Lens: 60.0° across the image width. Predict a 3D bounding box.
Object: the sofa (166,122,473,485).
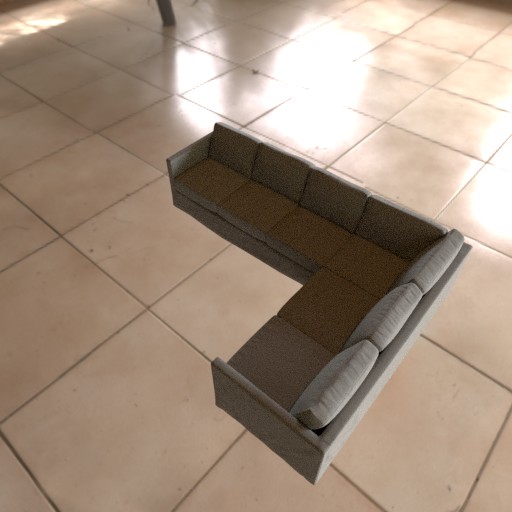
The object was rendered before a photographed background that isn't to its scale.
[{"bbox_3d":[0.000,0.000,4.296,3.182,0.871,2.432,32,55,26],"label":"sofa"}]
